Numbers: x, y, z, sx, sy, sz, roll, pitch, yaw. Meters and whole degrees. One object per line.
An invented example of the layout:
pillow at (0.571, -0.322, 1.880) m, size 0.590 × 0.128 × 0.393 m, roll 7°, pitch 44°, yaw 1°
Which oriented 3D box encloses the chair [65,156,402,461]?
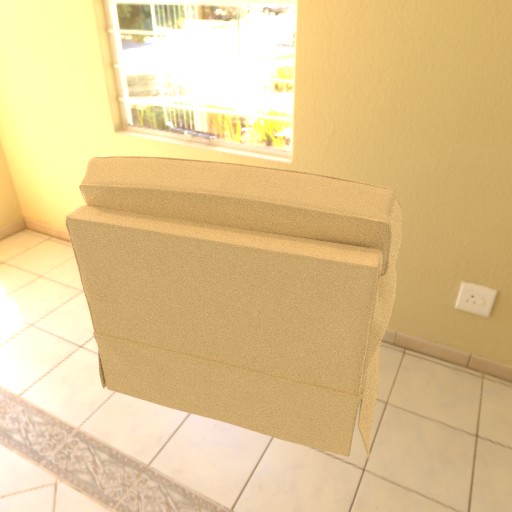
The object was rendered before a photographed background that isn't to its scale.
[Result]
chair at (0.000, 0.000, 1.779) m, size 1.099 × 0.958 × 0.904 m, roll 10°, pitch 32°, yaw 15°
